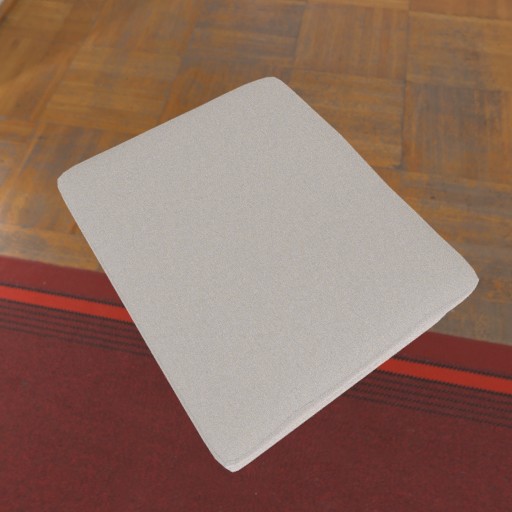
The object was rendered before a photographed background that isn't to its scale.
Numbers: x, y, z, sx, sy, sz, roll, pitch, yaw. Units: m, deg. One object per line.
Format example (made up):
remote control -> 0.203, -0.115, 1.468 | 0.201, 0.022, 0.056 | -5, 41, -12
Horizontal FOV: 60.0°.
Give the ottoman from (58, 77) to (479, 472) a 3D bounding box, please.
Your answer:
ottoman -> 0.000, 0.000, 1.419 | 0.836, 0.492, 0.976 | -31, 66, -15
